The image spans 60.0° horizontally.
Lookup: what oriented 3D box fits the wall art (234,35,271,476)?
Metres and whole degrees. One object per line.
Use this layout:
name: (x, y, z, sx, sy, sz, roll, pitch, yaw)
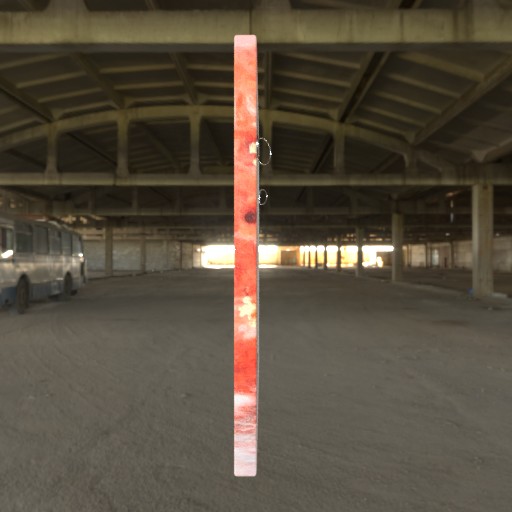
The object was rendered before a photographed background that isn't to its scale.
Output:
wall art: (0.000, 0.000, 1.119, 0.064, 0.746, 0.747, 0, 0, 1)
